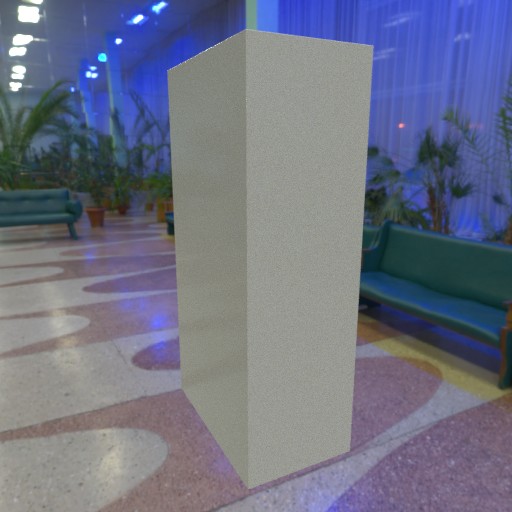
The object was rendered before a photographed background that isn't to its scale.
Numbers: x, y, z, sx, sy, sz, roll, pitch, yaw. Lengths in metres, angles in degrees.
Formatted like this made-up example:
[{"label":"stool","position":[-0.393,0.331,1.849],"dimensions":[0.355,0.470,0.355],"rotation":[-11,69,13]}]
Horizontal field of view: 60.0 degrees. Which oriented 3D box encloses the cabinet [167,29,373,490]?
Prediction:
[{"label":"cabinet","position":[0.000,0.000,2.336],"dimensions":[0.580,1.920,0.980],"rotation":[-7,15,-26]}]
